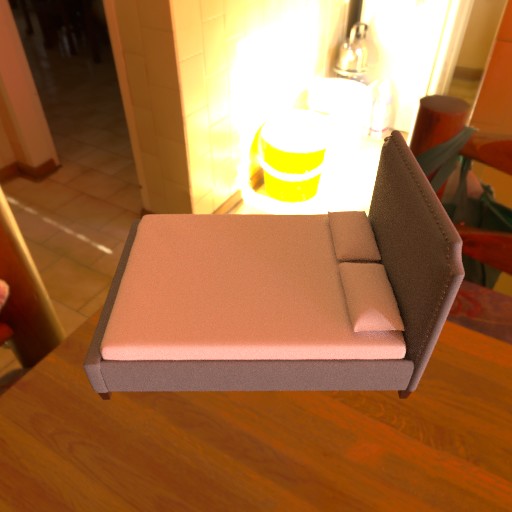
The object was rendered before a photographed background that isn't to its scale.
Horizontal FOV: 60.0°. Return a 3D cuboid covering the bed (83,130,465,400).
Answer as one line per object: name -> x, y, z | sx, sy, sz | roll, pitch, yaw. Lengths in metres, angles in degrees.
bed -> 0.000, 0.000, 3.474 | 2.372, 1.443, 1.712 | 0, 41, 0
